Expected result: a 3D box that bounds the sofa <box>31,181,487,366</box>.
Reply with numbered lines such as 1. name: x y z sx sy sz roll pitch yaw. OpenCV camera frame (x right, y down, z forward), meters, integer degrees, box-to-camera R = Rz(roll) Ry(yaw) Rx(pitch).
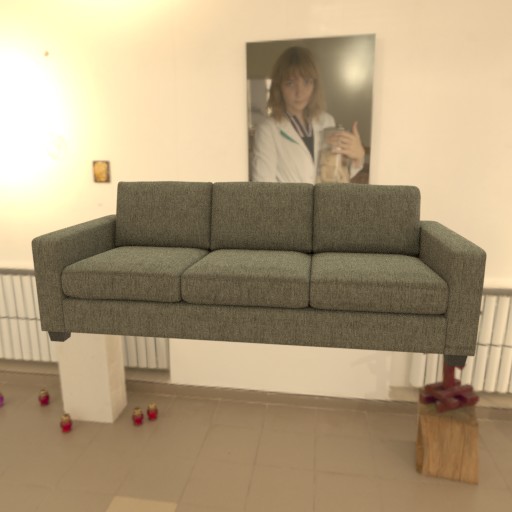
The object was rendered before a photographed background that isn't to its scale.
1. sofa: 0.000 0.000 2.516 2.160 0.800 0.900 2 13 8
